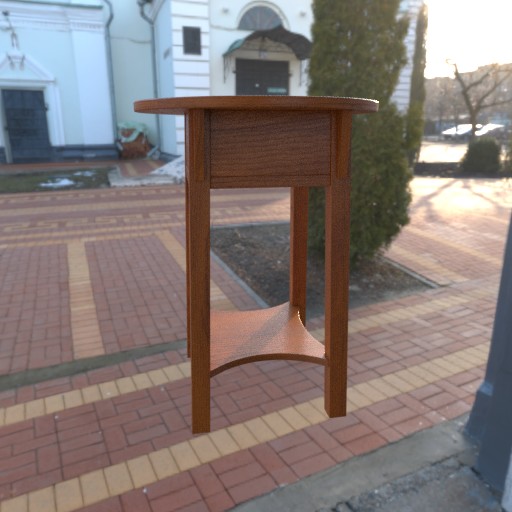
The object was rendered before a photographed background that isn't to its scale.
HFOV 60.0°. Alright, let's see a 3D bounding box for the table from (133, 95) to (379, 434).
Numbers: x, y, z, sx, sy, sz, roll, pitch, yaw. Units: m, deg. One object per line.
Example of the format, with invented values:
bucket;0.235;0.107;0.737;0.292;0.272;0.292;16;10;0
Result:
table;0.000;0.000;0.938;0.457;0.610;0.457;0;16;0
